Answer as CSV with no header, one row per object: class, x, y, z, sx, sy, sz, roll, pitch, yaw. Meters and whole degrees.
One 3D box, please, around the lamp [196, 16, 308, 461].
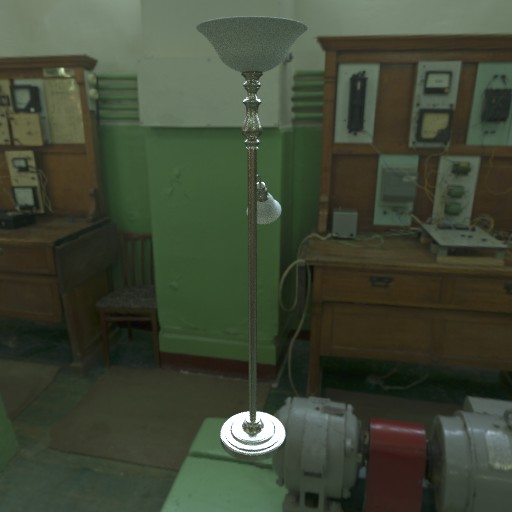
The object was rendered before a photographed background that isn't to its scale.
lamp,0.000,0.000,1.958,0.405,1.785,0.575,3,17,9
